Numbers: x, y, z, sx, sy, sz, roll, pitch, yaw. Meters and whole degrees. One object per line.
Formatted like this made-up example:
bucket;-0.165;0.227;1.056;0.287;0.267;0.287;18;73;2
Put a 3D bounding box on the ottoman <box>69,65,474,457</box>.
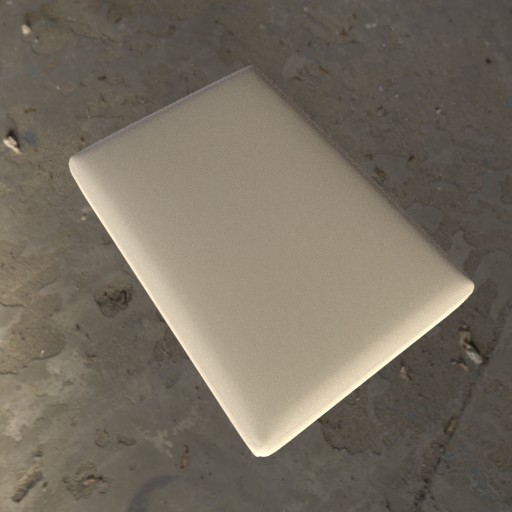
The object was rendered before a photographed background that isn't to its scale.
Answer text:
ottoman;0.000;0.000;1.190;0.581;0.497;0.835;-33;69;-15
